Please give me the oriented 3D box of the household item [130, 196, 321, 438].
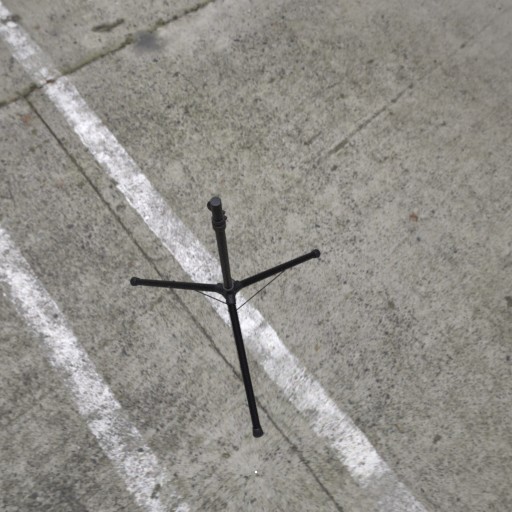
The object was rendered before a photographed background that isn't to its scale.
[{"bbox_3d":[0.000,0.000,1.830,0.907,1.136,1.045,-37,69,-16],"label":"household item"}]
